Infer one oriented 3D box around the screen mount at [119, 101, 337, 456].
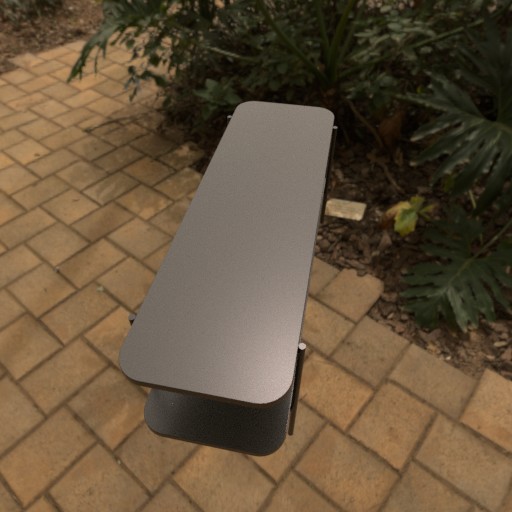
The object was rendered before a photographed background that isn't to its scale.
[{"bbox_3d":[0.000,0.000,1.435,0.400,0.447,1.200,8,46,8],"label":"screen mount"}]
